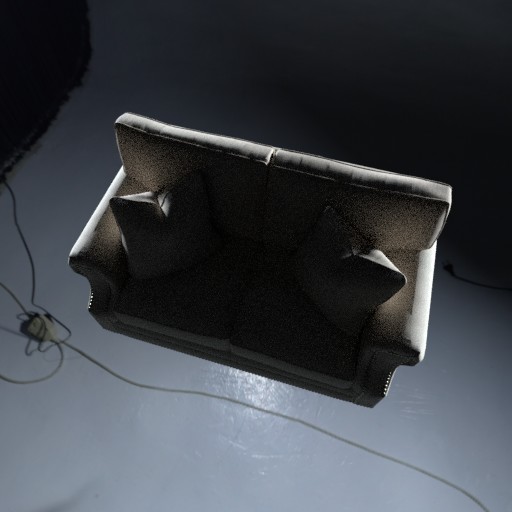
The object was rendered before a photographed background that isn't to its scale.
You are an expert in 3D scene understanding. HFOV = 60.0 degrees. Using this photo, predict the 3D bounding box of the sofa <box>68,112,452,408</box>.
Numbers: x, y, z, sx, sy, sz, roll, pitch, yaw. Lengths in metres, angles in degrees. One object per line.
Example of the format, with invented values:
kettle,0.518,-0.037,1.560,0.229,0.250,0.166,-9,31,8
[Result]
sofa,0.000,0.000,2.263,1.701,0.966,0.966,14,59,9
